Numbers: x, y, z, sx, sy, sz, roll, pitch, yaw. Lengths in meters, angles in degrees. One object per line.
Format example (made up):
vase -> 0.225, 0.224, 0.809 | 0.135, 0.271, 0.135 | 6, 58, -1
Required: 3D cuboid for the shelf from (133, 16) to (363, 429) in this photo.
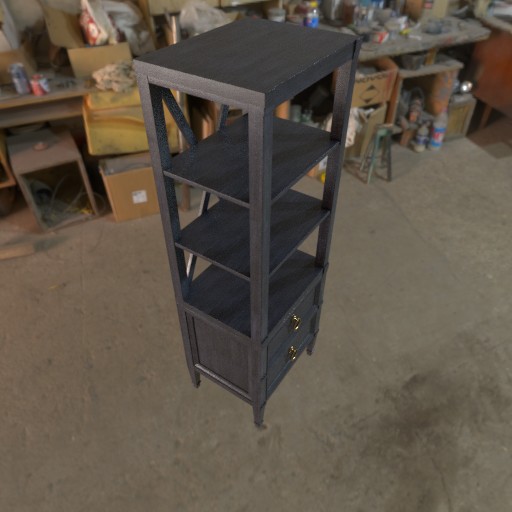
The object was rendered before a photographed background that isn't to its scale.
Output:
shelf -> 0.000, 0.000, 1.946 | 0.472, 1.727, 0.584 | 24, 47, 25
